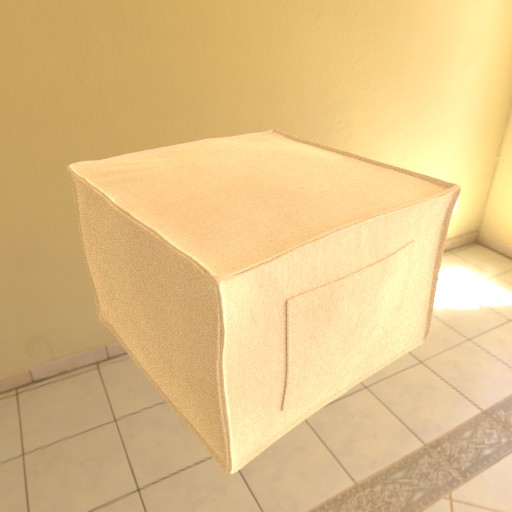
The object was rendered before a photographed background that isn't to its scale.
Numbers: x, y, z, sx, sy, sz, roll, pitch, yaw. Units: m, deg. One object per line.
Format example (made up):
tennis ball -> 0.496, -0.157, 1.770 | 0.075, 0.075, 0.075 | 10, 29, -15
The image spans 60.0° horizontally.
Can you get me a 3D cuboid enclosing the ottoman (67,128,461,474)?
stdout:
ottoman -> 0.000, 0.000, 1.144 | 0.707, 0.470, 0.696 | -21, 35, -33
